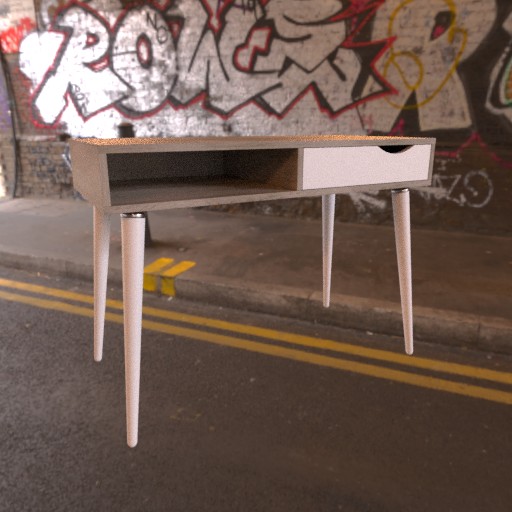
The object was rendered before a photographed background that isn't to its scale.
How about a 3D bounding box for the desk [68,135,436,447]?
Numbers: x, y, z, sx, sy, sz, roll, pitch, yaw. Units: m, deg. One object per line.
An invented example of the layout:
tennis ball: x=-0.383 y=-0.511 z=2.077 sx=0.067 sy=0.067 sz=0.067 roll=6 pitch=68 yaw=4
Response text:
desk: x=0.000 y=0.000 z=1.409 sx=0.979 sy=0.723 sz=0.491 roll=-9 pitch=19 yaw=-27
